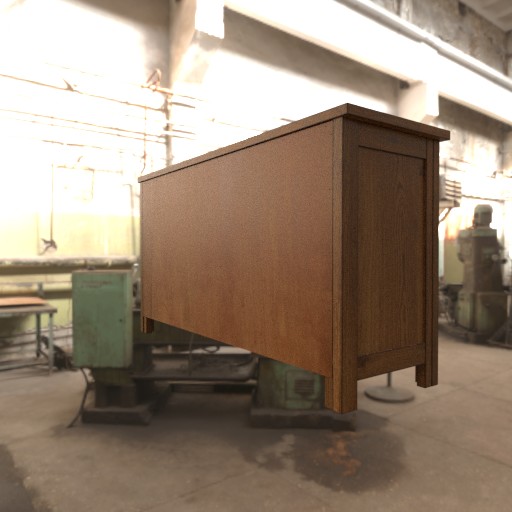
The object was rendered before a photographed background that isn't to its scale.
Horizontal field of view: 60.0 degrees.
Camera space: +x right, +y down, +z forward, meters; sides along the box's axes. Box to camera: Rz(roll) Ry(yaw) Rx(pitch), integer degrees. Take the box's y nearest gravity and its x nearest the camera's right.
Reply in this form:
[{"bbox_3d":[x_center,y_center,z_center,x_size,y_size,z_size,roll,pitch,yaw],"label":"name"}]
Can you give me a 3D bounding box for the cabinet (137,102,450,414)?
[{"bbox_3d":[0.000,0.000,1.880,0.480,0.813,1.474,-1,1,-36],"label":"cabinet"}]
